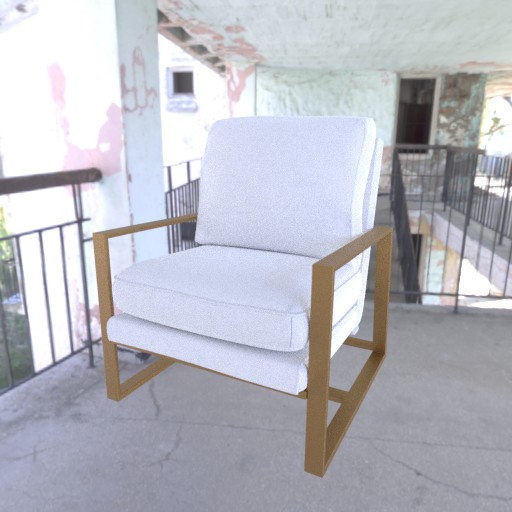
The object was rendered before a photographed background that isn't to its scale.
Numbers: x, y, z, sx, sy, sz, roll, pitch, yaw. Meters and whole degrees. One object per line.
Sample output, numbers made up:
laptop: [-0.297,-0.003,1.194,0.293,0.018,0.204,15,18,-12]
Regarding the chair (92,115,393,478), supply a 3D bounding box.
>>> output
chair: [0.000,0.000,1.566,0.805,0.966,0.813,8,17,27]
